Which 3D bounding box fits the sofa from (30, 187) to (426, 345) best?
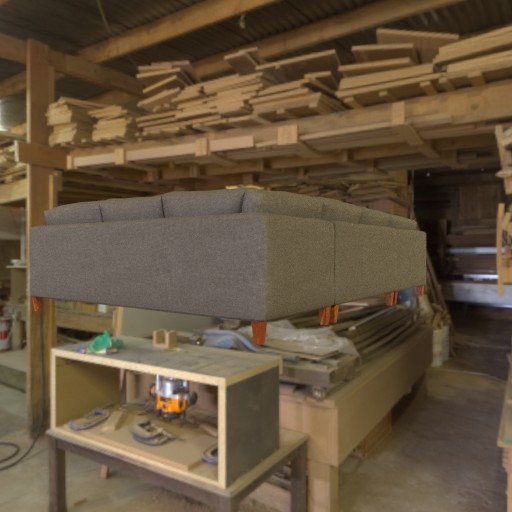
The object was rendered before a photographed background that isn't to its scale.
[{"bbox_3d":[0.000,0.000,4.617,2.594,0.961,3.460,1,1,36],"label":"sofa"}]
